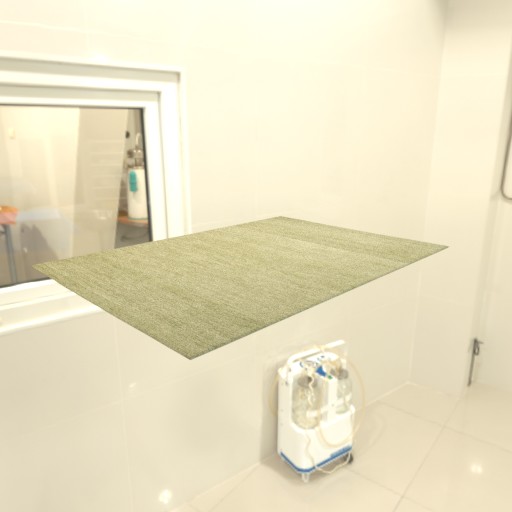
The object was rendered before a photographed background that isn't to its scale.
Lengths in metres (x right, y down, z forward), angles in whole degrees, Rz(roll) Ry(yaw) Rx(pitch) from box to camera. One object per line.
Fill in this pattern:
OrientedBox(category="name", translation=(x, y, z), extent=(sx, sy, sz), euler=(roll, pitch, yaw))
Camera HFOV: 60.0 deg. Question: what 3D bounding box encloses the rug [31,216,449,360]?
OrientedBox(category="rug", translation=(0.000, 0.000, 2.917), extent=(2.270, 0.017, 1.606), euler=(-15, 22, -43))
